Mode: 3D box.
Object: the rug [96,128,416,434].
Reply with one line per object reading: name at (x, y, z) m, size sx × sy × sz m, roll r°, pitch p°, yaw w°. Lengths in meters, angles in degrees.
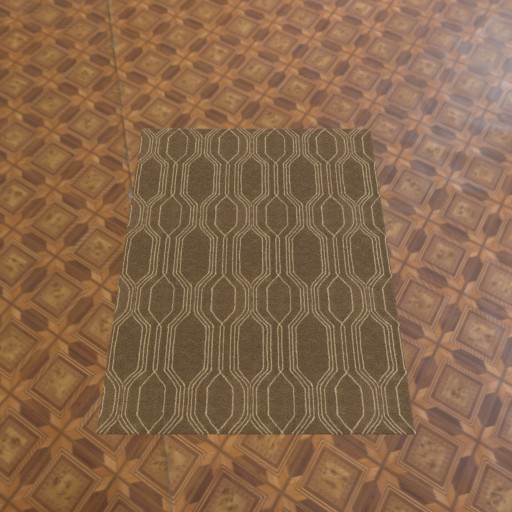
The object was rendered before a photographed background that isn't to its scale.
rug at (0.000, 0.000, 4.088) m, size 2.457 × 0.012 × 3.062 m, roll 0°, pitch 64°, yaw 0°
